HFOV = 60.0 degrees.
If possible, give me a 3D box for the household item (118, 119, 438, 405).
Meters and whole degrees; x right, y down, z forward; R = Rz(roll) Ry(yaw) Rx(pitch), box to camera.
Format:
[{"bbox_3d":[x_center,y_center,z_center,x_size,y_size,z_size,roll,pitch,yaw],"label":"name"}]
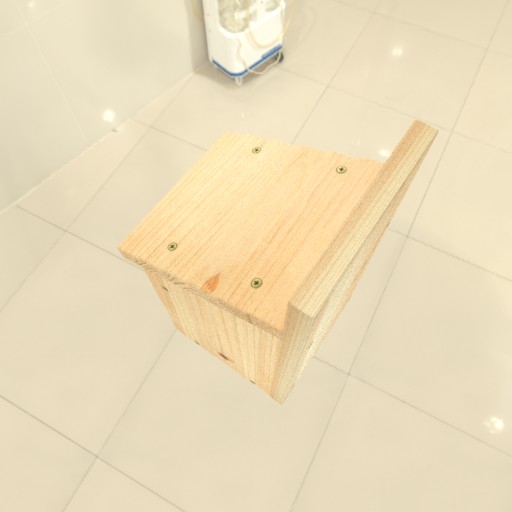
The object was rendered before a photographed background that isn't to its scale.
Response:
[{"bbox_3d":[0.000,0.000,0.398,0.171,0.300,0.149,32,68,15],"label":"household item"}]
